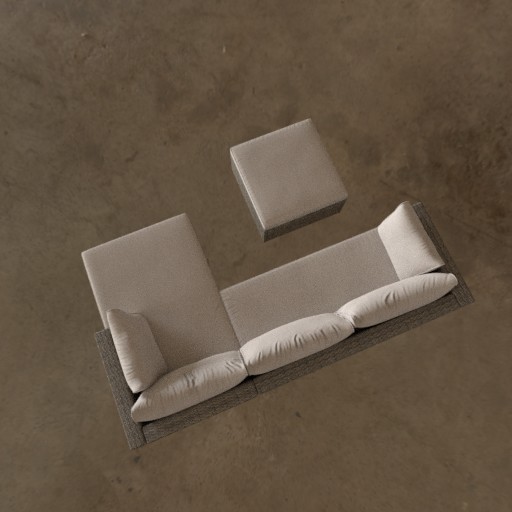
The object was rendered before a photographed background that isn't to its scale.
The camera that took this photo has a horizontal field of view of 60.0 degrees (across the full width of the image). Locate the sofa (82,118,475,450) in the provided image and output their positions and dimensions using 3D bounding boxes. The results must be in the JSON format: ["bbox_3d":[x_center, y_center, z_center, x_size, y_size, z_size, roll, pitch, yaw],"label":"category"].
[{"bbox_3d":[0.000,0.000,2.996,2.192,0.766,1.662,-22,76,-6],"label":"sofa"}]
